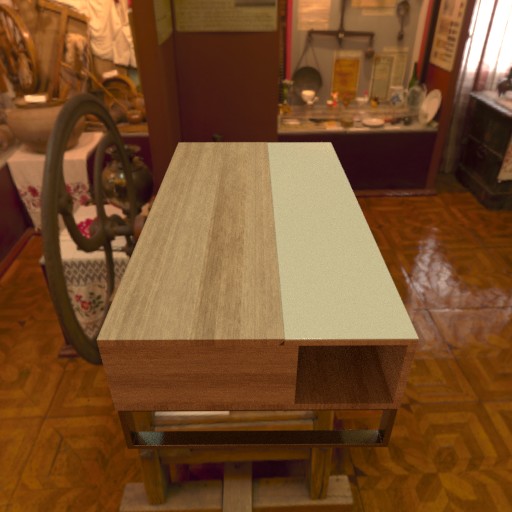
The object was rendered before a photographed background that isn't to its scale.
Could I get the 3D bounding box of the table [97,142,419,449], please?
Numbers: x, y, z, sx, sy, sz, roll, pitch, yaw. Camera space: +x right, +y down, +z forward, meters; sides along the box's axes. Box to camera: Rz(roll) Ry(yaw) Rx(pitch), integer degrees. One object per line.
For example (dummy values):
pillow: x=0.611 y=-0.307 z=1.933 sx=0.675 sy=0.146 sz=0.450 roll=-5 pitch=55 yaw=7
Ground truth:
table: x=0.000 y=0.000 z=1.380 sx=0.600 sy=0.350 sz=1.100 roll=0 pitch=33 yaw=0
